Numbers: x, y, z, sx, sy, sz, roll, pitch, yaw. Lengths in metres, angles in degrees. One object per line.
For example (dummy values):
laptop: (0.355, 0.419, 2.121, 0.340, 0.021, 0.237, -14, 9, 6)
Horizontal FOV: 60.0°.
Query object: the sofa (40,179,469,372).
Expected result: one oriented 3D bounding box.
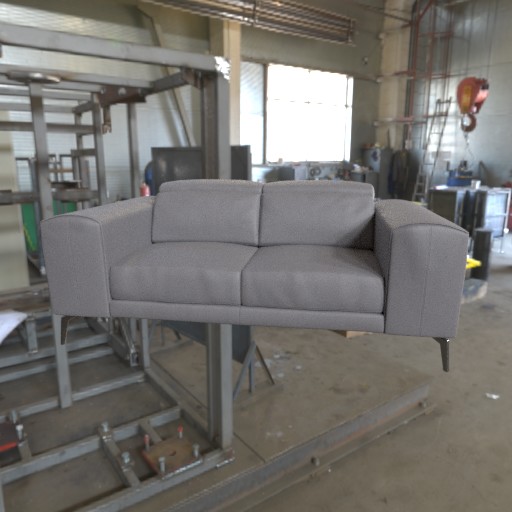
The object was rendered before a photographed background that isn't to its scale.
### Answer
sofa: (0.000, 0.000, 2.411, 1.895, 0.779, 1.003, 2, 13, 9)
